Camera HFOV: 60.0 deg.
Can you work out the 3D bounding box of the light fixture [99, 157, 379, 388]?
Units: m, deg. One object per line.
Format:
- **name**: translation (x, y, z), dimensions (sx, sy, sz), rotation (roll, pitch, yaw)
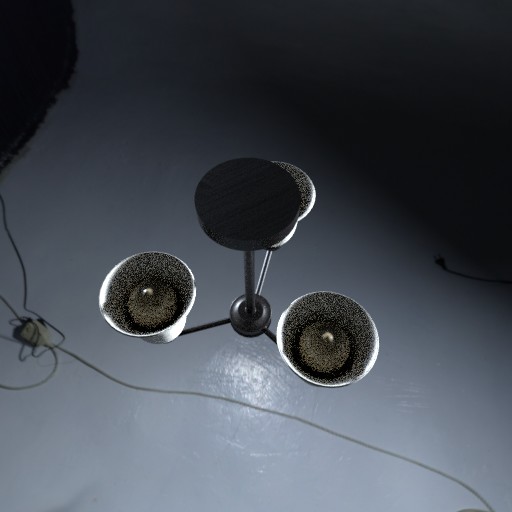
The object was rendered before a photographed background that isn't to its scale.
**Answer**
- **light fixture**: translation (0.000, 0.000, 0.677), dimensions (0.388, 0.370, 0.354), rotation (13, 59, 8)
